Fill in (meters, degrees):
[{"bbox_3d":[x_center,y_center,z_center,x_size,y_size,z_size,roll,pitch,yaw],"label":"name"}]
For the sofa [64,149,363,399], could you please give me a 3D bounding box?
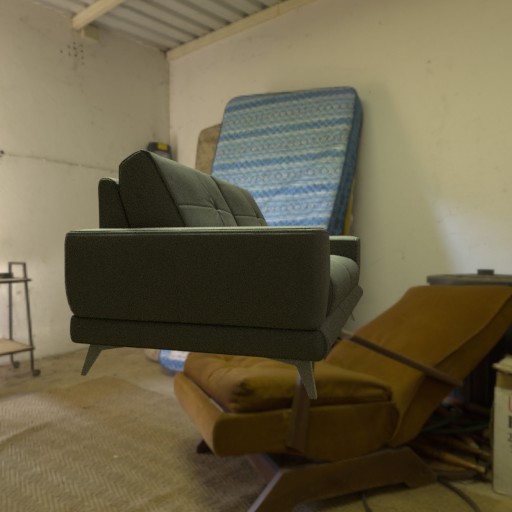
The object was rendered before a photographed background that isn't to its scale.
[{"bbox_3d":[0.000,0.000,2.369,1.018,0.907,1.806,0,1,17],"label":"sofa"}]
